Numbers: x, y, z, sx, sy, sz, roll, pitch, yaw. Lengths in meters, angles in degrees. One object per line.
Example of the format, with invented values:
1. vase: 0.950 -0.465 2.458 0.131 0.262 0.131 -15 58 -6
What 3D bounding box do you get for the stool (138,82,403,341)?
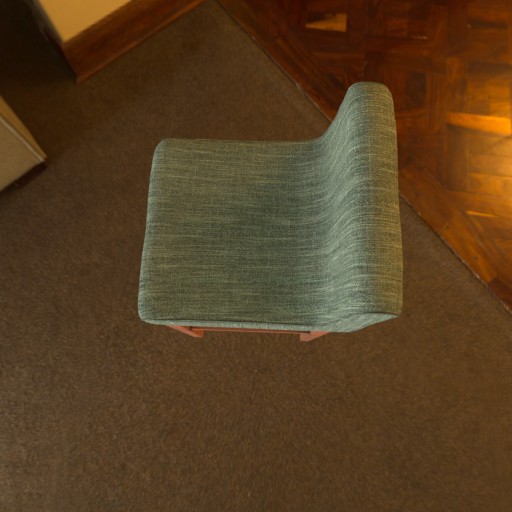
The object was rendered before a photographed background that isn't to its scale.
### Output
1. stool: 0.000 0.000 1.207 0.499 0.965 0.426 2 75 1
